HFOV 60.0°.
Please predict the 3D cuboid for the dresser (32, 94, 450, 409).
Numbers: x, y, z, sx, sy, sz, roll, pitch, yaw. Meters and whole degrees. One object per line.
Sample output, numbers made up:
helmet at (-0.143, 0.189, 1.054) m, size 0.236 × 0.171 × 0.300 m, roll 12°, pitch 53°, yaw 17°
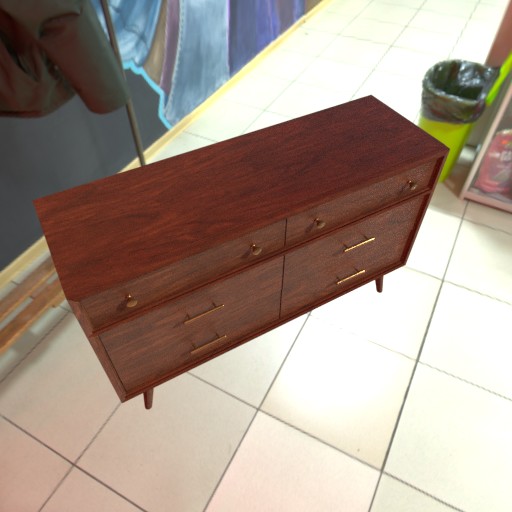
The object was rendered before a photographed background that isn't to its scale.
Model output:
dresser at (0.000, 0.000, 1.941) m, size 1.472 × 0.889 × 0.500 m, roll -23°, pitch 52°, yaw -19°
